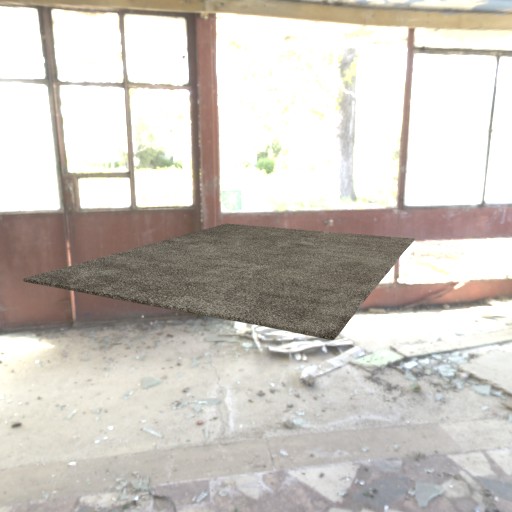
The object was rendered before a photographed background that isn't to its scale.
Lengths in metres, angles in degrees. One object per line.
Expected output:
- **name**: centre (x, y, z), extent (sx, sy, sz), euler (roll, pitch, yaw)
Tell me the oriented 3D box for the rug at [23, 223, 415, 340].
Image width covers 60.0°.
- **rug**: centre (0.000, 0.000, 4.088), extent (2.401, 0.025, 3.000), euler (6, 14, 26)
